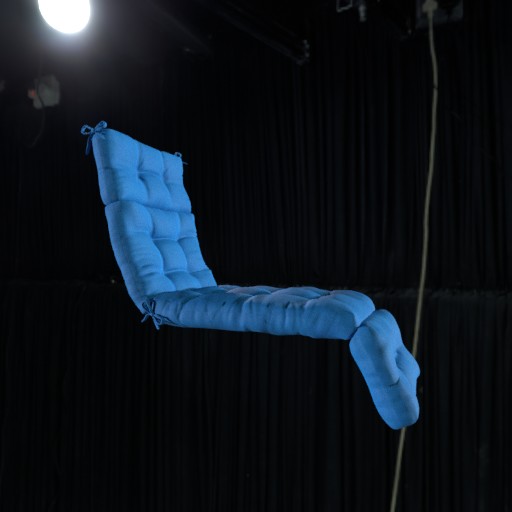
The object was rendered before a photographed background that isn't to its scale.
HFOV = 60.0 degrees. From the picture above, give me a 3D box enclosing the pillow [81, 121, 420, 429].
[{"bbox_3d":[0.000,0.000,1.471,1.016,0.863,0.526,0,-1,20],"label":"pillow"}]
